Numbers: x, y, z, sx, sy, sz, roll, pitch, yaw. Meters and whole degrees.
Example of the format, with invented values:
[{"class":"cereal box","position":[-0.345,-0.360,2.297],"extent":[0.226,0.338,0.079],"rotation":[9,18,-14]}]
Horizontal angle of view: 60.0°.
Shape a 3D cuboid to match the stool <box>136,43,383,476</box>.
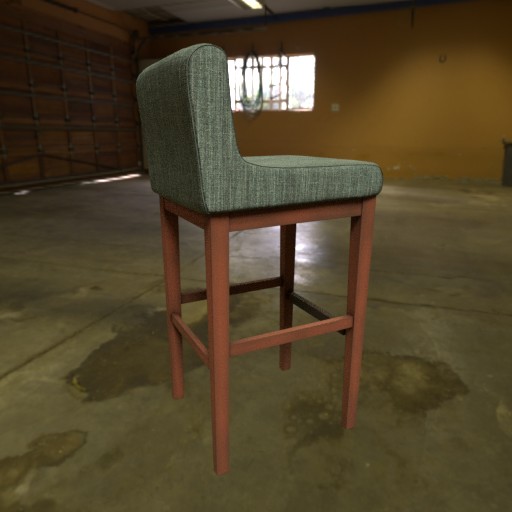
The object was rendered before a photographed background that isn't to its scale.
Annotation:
[{"class":"stool","position":[0.000,0.000,1.195],"extent":[0.499,0.965,0.426],"rotation":[-8,17,-26]}]
